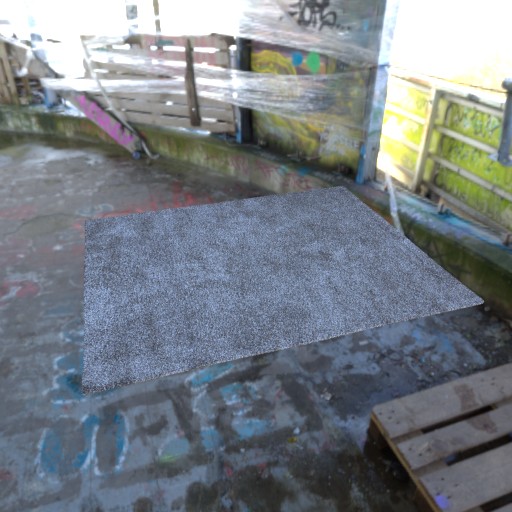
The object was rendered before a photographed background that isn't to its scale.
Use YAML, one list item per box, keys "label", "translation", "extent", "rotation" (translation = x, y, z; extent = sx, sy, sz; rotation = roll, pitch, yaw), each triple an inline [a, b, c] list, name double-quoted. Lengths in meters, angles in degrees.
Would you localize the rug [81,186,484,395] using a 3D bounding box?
- label: "rug"
  translation: [0.000, 0.000, 4.061]
  extent: [3.000, 0.025, 2.401]
  rotation: [-10, 33, -15]
